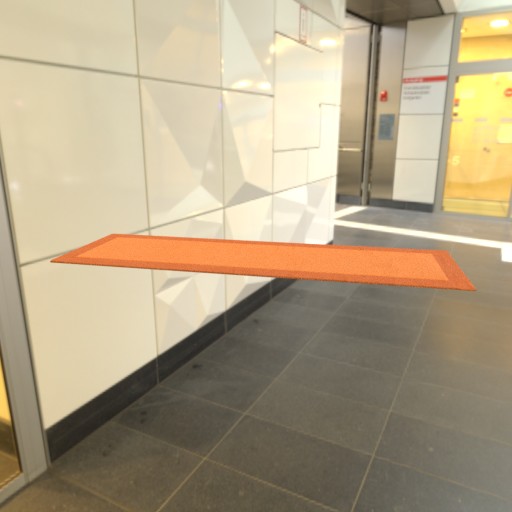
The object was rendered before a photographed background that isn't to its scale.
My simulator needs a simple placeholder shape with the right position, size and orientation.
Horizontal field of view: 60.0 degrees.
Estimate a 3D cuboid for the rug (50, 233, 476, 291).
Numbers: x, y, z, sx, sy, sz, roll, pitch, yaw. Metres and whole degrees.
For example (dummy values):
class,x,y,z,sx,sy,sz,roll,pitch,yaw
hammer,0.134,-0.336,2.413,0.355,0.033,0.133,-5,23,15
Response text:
class,x,y,z,sx,sy,sz,roll,pitch,yaw
rug,0.000,0.000,2.819,2.471,0.013,0.914,2,16,8
